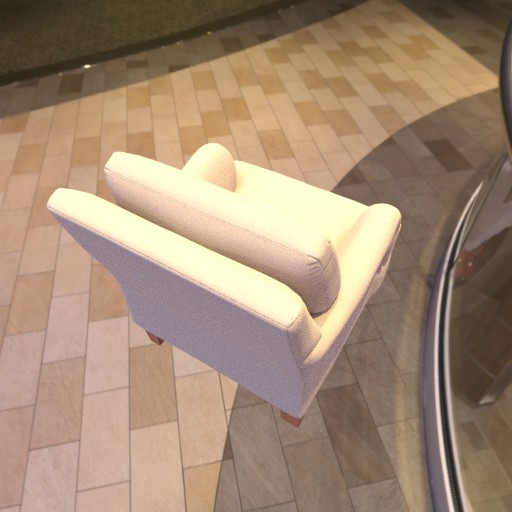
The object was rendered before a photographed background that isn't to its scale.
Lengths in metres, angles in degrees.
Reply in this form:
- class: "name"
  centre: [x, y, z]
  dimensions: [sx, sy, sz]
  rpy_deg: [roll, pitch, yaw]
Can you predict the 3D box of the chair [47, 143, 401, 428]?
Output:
- class: "chair"
  centre: [0.000, 0.000, 1.836]
  dimensions: [0.955, 1.038, 1.070]
  rpy_deg: [24, 51, 22]
